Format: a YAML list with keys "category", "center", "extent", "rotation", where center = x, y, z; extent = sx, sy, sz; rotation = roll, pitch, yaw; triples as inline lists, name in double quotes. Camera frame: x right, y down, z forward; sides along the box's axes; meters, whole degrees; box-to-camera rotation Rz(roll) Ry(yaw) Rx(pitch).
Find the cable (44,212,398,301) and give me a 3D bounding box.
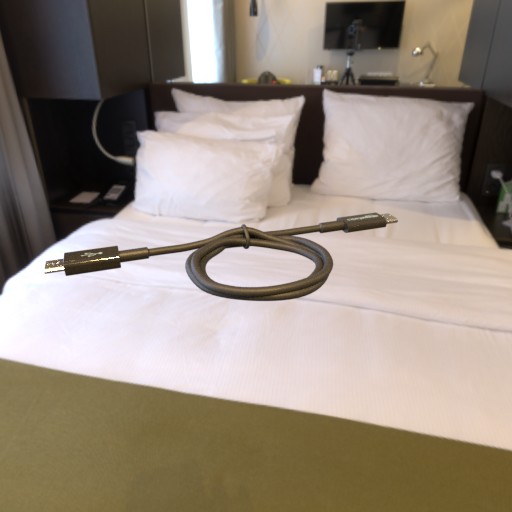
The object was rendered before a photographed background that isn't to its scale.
- category: "cable"
  center: [0.000, 0.000, 0.213]
  extent: [0.192, 0.014, 0.070]
  rotation: [-9, 28, -17]
